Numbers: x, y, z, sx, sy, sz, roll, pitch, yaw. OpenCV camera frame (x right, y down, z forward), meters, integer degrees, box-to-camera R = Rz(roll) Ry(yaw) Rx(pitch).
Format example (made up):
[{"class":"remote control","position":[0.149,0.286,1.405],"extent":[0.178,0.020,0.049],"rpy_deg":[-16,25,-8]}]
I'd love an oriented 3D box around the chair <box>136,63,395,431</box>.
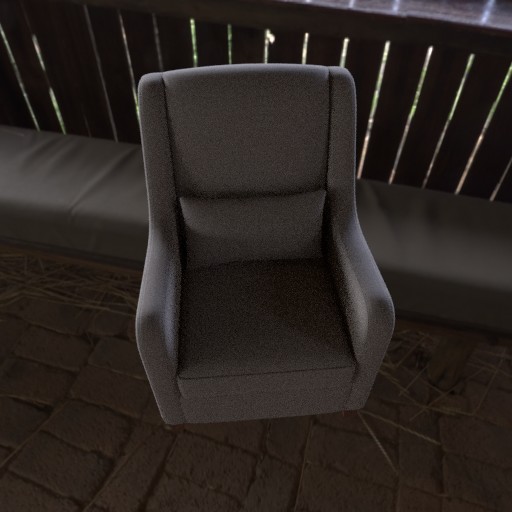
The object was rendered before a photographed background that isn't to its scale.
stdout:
[{"class":"chair","position":[0.000,0.000,1.553],"extent":[0.715,1.010,0.863],"rpy_deg":[-3,46,-3]}]
